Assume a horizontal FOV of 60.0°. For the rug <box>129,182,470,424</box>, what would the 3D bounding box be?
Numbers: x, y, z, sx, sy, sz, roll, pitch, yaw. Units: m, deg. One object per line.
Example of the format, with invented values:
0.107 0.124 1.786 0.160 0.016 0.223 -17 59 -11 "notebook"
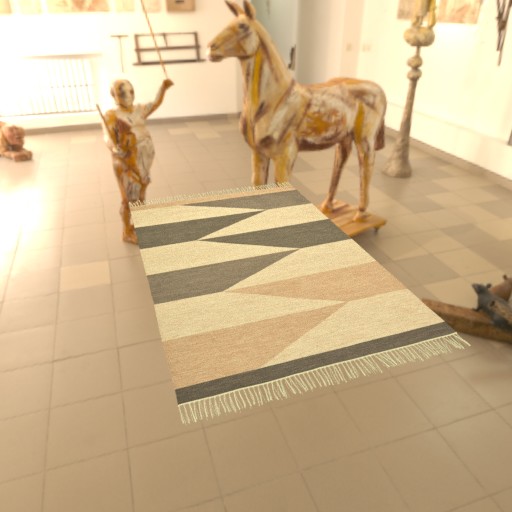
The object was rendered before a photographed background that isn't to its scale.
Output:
0.000 0.000 2.500 1.224 0.027 2.021 -10 32 -16 "rug"
